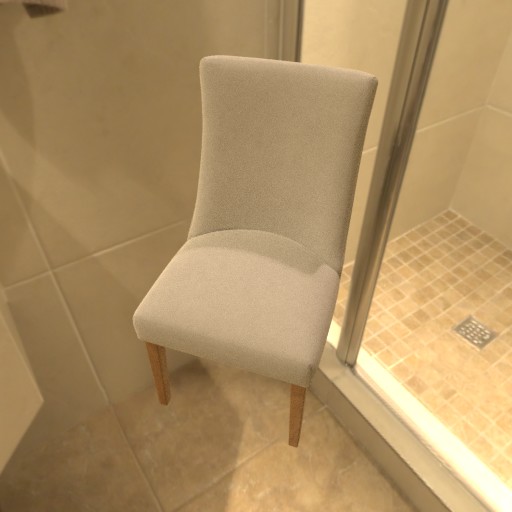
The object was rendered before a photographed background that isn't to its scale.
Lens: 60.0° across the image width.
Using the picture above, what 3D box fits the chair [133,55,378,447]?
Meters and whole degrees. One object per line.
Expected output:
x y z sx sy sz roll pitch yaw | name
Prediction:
0.000 0.000 1.263 0.495 0.902 0.610 13 43 14 | chair
